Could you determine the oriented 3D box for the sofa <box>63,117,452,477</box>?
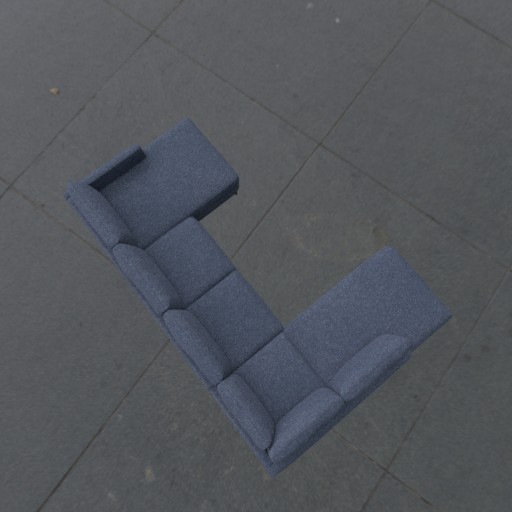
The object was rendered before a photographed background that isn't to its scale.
[{"bbox_3d":[0.000,0.000,3.901,2.007,0.813,2.956,-38,79,-9],"label":"sofa"}]
